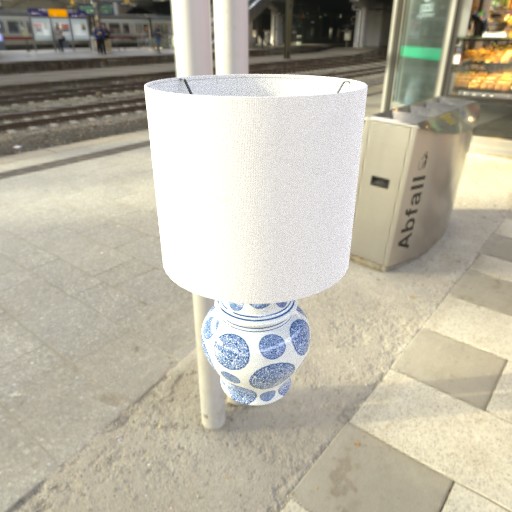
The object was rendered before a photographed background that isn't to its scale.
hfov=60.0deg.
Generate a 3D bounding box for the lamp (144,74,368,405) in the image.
[{"bbox_3d":[0.000,0.000,0.522,0.215,0.381,0.215,19,32,32],"label":"lamp"}]
